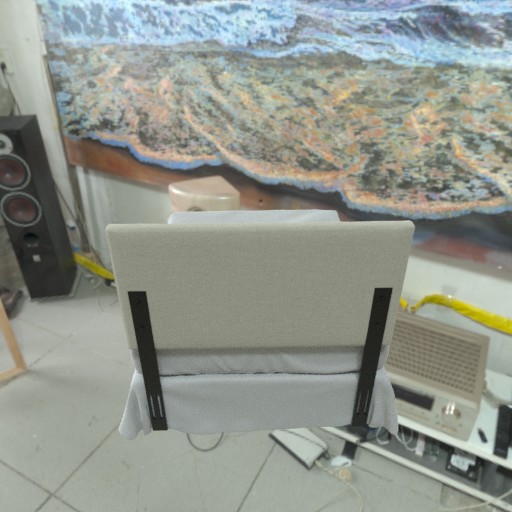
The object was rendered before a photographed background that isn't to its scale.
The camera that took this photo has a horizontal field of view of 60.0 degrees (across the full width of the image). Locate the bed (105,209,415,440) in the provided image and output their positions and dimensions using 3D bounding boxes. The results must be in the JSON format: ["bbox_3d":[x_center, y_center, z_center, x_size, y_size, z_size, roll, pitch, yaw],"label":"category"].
[{"bbox_3d":[0.000,0.000,3.572,1.936,1.577,2.222,-1,31,-1],"label":"bed"}]
